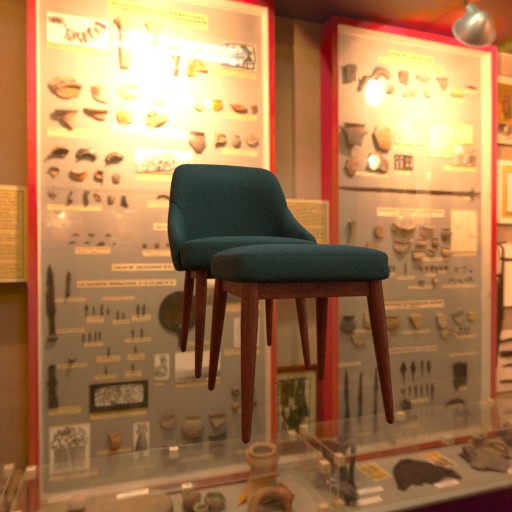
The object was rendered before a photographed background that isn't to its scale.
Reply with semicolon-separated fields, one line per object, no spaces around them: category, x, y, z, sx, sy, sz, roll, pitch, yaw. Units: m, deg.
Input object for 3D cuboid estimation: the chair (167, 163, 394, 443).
chair;0.000;0.000;1.617;0.584;0.866;1.114;0;1;-17
